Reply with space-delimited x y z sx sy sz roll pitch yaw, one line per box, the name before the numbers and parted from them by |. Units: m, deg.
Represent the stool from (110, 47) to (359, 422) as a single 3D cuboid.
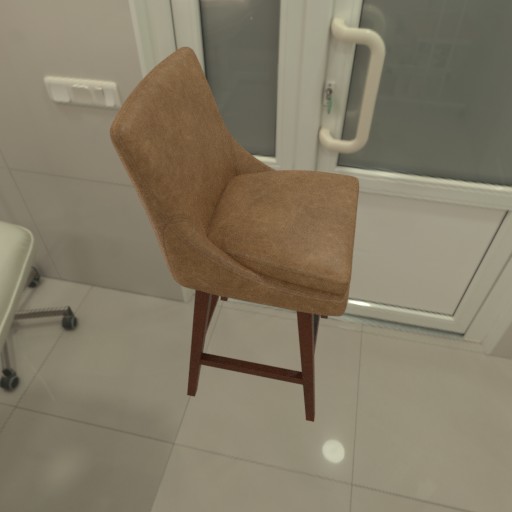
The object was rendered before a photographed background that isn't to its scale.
stool | 0.000 0.000 1.388 0.572 1.079 0.487 9 46 9
